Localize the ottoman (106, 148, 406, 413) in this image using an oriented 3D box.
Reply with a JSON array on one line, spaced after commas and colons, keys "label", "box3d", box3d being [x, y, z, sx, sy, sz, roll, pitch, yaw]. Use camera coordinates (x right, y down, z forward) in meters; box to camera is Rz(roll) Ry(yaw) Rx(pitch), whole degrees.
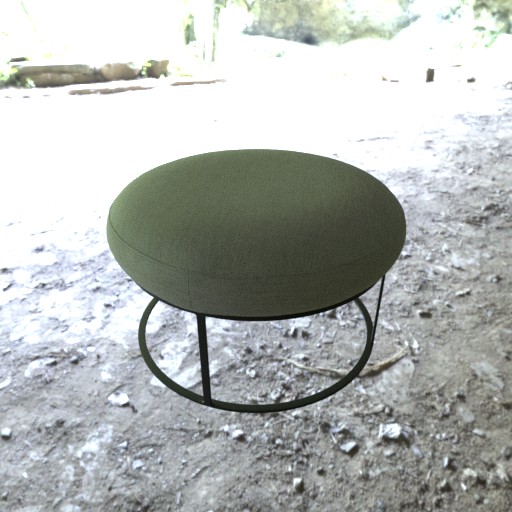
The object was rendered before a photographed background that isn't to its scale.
[{"label": "ottoman", "box3d": [0.000, 0.000, 1.247, 0.769, 0.459, 0.769, 0, 30, 0]}]
